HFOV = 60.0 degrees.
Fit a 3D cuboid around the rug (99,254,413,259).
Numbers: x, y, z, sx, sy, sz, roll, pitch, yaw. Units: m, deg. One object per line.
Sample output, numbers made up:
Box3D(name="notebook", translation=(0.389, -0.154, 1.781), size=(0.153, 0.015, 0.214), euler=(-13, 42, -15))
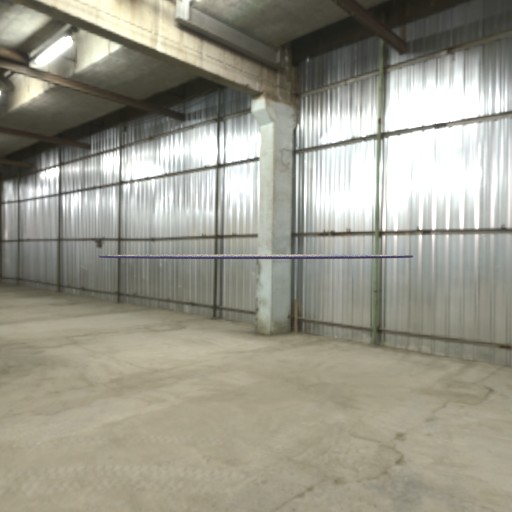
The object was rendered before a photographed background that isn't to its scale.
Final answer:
Box3D(name="rug", translation=(0.000, 0.000, 3.567), size=(2.386, 0.014, 2.386), euler=(0, 0, 0))
